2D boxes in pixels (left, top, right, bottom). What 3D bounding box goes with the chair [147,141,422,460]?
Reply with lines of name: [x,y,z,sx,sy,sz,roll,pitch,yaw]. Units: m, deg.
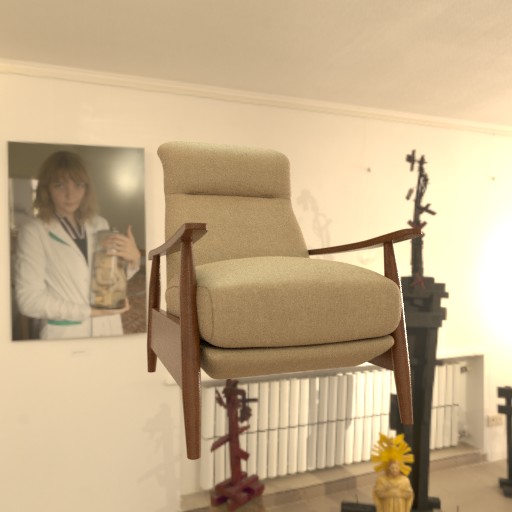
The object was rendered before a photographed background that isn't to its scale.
chair: [0.000,0.000,1.758,0.762,1.082,1.030,0,0,-20]
